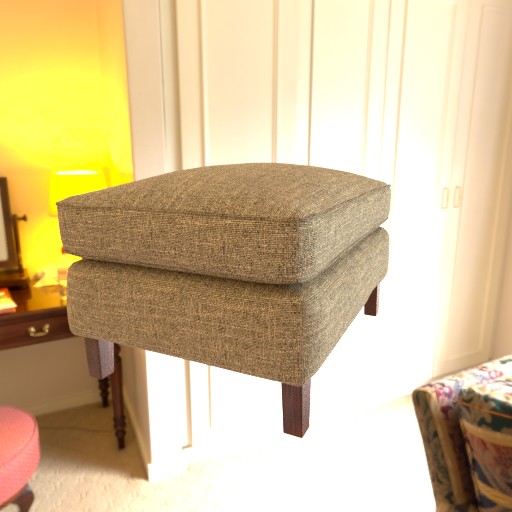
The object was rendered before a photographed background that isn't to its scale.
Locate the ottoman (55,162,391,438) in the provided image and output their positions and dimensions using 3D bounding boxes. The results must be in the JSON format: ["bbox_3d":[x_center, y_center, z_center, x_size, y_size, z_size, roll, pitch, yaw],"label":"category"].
[{"bbox_3d":[0.000,0.000,0.992,0.508,0.406,0.686,7,15,25],"label":"ottoman"}]
